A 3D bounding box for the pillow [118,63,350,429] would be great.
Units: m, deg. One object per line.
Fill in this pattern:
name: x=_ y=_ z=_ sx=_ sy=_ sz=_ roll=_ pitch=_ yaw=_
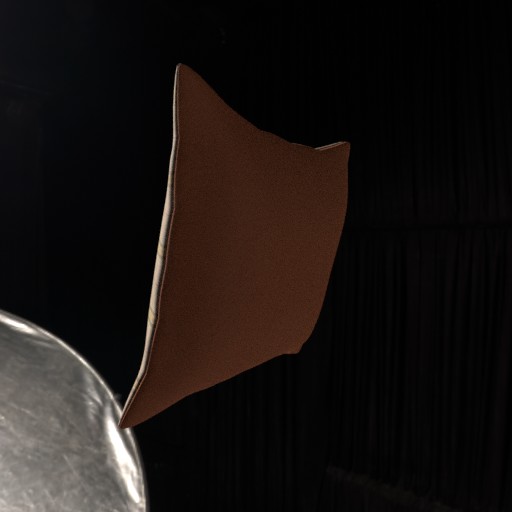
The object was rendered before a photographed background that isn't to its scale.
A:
pillow: x=0.000 y=0.000 z=0.702 sx=0.200 sy=0.430 sz=0.453 roll=1 pitch=2 yaw=35
